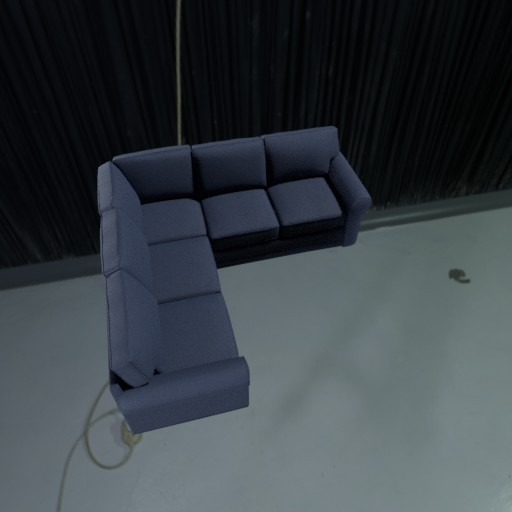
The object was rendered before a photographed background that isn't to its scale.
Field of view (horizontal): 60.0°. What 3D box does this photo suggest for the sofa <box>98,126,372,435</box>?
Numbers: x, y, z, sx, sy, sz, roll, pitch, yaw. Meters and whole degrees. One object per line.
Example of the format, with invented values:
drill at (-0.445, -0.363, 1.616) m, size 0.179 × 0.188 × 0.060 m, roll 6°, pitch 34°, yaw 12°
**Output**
sofa at (0.000, 0.000, 4.034) m, size 2.562 × 1.042 × 2.487 m, roll -11°, pitch 48°, yaw -10°
